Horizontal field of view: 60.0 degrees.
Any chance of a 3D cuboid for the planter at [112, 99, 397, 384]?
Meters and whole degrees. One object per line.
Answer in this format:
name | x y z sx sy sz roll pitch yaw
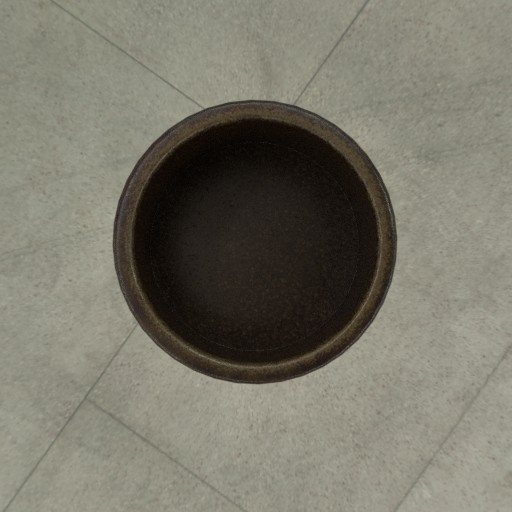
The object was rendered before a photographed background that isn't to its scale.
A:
planter | 0.000 0.000 0.565 0.255 0.375 0.269 0 89 0
